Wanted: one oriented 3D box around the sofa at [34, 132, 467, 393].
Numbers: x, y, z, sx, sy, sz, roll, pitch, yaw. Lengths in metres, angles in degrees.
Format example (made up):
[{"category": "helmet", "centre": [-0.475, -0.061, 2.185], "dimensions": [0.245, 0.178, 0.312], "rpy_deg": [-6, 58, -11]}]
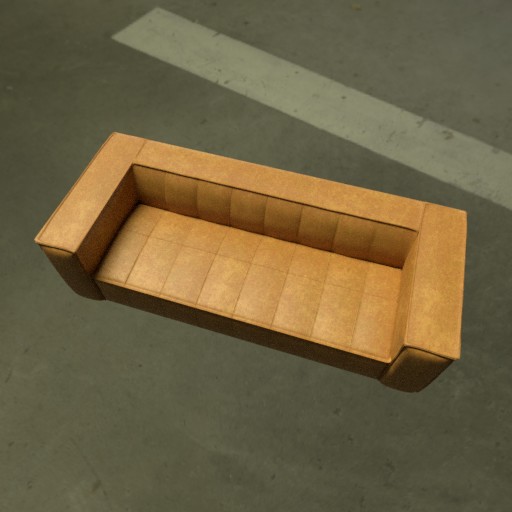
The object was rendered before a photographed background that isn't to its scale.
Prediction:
[{"category": "sofa", "centre": [0.000, 0.000, 3.059], "dimensions": [2.581, 0.701, 1.102], "rpy_deg": [15, 58, 9]}]
